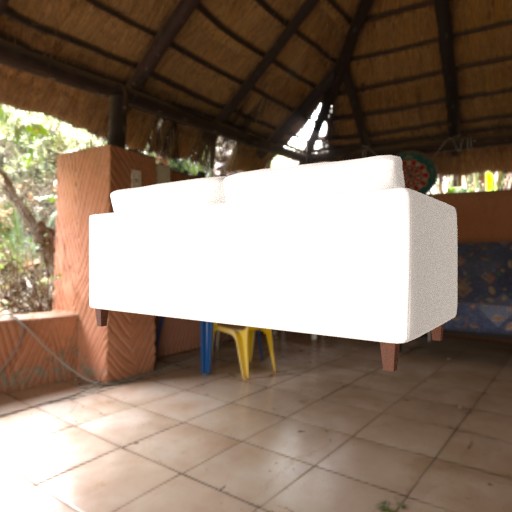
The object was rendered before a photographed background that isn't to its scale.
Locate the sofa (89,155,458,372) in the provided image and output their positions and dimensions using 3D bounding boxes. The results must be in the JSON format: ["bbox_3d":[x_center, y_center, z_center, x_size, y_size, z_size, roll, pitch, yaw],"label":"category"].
[{"bbox_3d":[0.000,0.000,2.706,2.139,0.933,0.924,0,0,36],"label":"sofa"}]
